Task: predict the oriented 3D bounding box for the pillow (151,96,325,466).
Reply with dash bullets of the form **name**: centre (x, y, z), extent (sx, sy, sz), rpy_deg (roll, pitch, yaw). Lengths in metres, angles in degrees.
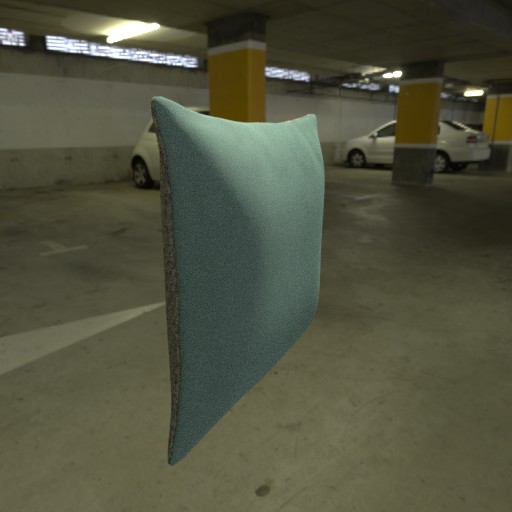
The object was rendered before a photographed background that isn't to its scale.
- **pillow**: centre (0.000, 0.000, 0.797), extent (0.166, 0.507, 0.526), rpy_deg (8, 17, 26)
